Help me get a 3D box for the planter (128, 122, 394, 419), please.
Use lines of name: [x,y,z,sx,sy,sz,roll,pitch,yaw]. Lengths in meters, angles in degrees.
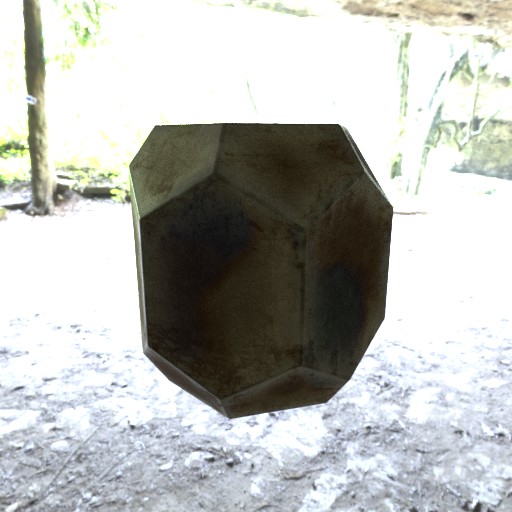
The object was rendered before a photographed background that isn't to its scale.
planter: [0.000,0.000,0.421,0.221,0.238,0.243,14,21,43]
